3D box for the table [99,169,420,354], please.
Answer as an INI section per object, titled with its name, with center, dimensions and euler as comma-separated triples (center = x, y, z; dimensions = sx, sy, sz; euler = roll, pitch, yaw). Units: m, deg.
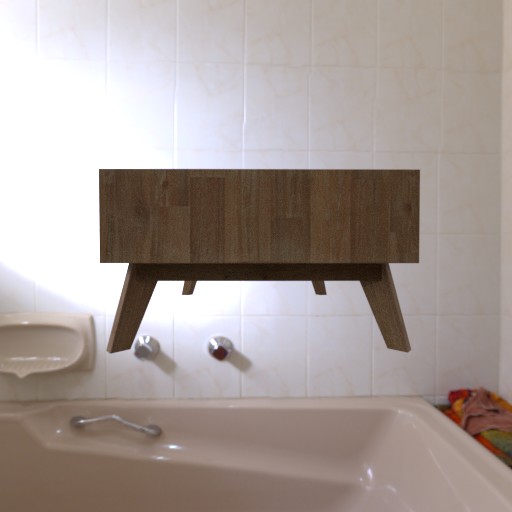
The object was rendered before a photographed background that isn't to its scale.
[table]
center = 0.000, 0.000, 2.063
dimensions = 0.918, 0.531, 1.619
euler = 0, 1, -1
